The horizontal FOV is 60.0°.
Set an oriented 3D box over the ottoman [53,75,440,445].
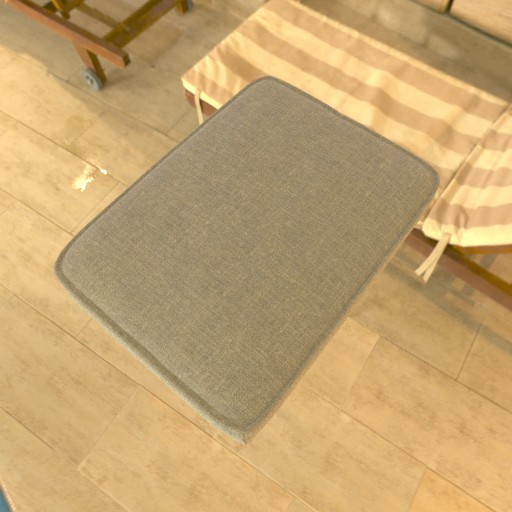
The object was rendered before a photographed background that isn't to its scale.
[{"bbox_3d":[0.000,0.000,1.143,0.559,0.457,0.762,36,69,16],"label":"ottoman"}]
